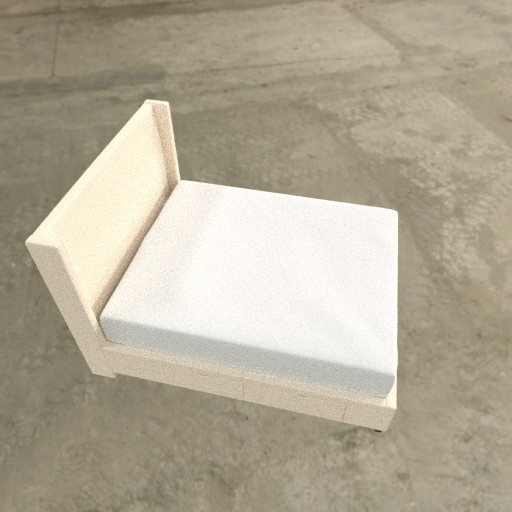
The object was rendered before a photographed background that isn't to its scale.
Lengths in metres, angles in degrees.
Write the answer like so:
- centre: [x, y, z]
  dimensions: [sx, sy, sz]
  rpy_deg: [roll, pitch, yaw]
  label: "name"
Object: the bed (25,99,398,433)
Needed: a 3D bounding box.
- centre: [0.000, 0.000, 3.437]
  dimensions: [2.280, 1.471, 1.765]
  rpy_deg: [9, 47, 9]
  label: "bed"
